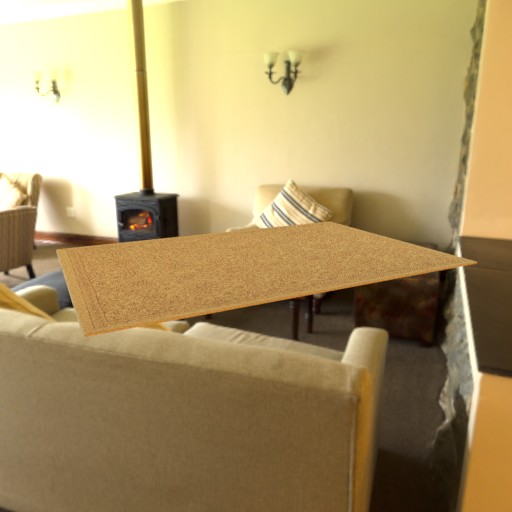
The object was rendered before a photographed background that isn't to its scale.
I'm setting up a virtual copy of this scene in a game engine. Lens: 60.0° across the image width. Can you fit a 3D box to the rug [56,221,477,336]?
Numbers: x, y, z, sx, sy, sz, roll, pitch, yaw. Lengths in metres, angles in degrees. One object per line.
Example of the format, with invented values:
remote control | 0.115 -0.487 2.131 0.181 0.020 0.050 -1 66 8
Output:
rug | 0.000 0.000 2.299 1.829 0.010 1.219 -8 17 -26
